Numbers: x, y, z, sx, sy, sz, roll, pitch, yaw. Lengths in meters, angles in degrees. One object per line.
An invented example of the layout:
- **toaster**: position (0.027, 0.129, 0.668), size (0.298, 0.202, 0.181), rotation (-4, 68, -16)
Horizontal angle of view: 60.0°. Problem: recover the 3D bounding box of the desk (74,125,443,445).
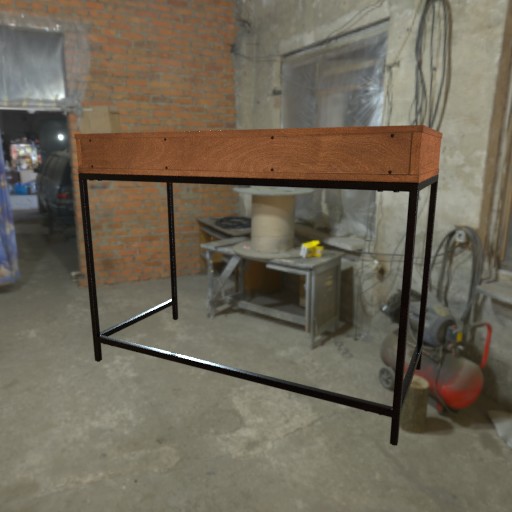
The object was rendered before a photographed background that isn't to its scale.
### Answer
- **desk**: position (0.000, 0.000, 1.431), size (1.016, 0.762, 0.470), rotation (7, 15, 26)
